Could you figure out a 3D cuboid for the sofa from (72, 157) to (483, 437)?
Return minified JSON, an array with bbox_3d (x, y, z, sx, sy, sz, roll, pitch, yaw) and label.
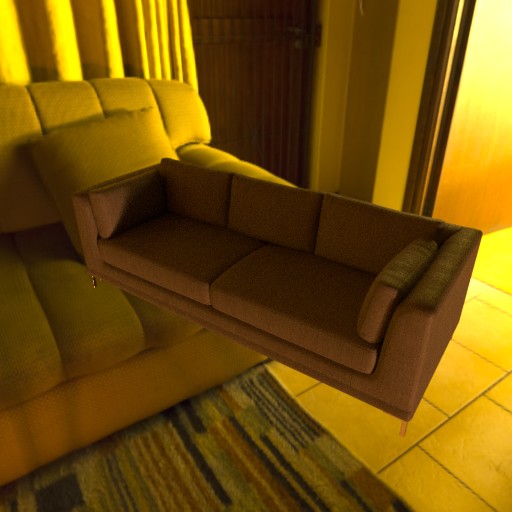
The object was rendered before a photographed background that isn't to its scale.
[{"bbox_3d":[0.000,0.000,2.872,2.415,0.867,0.969,18,34,30],"label":"sofa"}]
